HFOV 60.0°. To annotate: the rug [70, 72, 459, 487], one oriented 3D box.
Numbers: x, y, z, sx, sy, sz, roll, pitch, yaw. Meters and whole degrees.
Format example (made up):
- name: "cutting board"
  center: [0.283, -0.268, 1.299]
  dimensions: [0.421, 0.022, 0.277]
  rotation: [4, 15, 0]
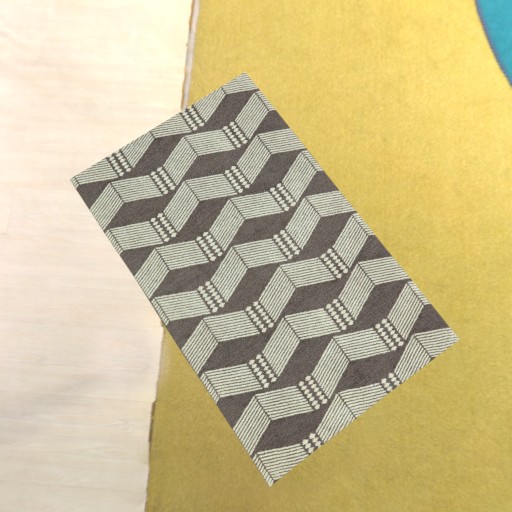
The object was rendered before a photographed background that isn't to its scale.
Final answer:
- name: "rug"
  center: [0.000, 0.000, 3.007]
  dimensions: [1.517, 0.011, 2.435]
  rotation: [-34, 79, -8]
